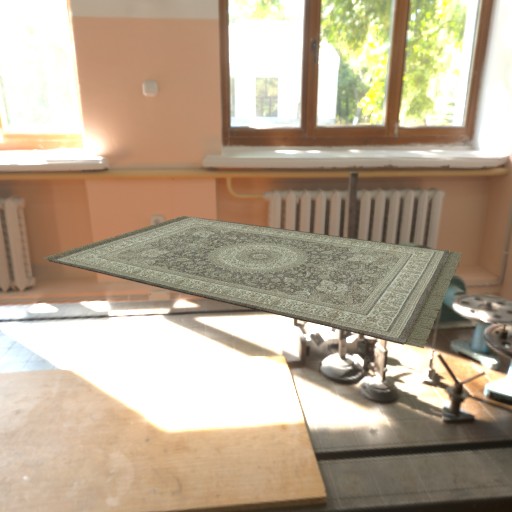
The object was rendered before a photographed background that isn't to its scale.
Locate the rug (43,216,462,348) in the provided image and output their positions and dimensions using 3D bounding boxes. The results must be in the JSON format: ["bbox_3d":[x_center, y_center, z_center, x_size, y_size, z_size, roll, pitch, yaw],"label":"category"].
[{"bbox_3d":[0.000,0.000,4.238,3.422,0.015,2.143,10,20,28],"label":"rug"}]
